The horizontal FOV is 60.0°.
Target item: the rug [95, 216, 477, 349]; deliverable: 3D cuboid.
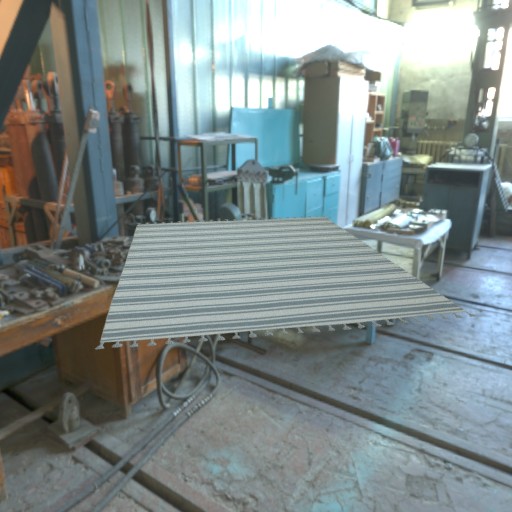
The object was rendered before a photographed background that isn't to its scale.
[{"bbox_3d":[0.000,0.000,4.216,2.439,0.005,3.201,-3,18,-10],"label":"rug"}]
